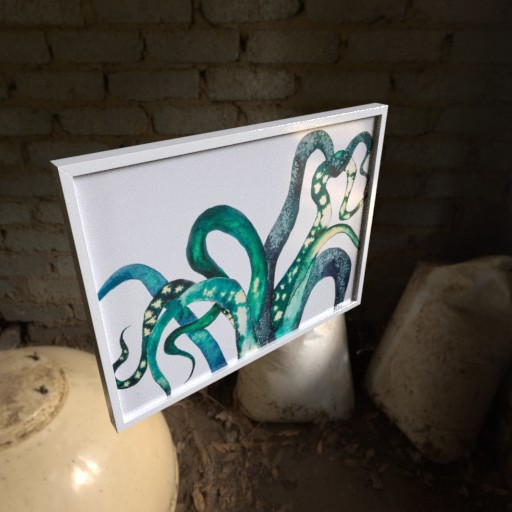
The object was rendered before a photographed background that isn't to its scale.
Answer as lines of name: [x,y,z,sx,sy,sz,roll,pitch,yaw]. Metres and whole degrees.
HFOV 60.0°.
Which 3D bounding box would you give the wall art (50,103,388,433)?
wall art: [0.000,0.000,1.372,1.041,0.787,0.053,-21,35,-32]
